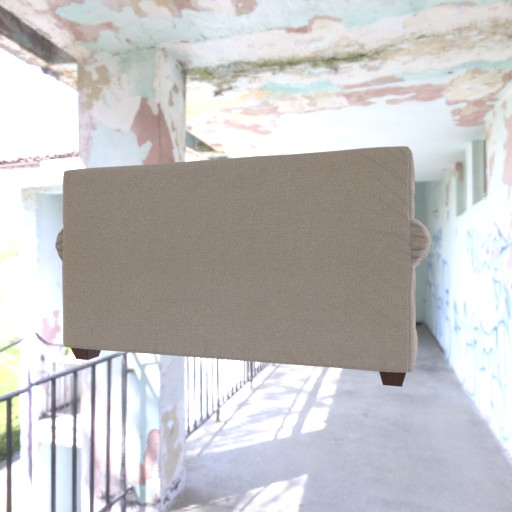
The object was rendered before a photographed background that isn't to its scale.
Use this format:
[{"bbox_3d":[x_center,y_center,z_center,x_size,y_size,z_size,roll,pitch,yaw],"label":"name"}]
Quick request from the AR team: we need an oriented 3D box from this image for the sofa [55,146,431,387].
[{"bbox_3d":[0.000,0.000,2.188,1.550,0.905,1.070,0,0,18],"label":"sofa"}]
